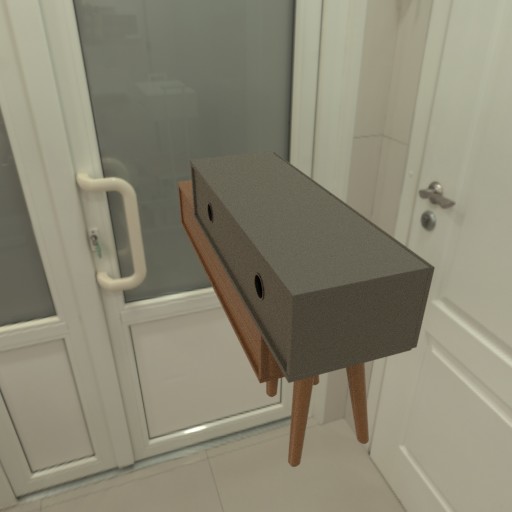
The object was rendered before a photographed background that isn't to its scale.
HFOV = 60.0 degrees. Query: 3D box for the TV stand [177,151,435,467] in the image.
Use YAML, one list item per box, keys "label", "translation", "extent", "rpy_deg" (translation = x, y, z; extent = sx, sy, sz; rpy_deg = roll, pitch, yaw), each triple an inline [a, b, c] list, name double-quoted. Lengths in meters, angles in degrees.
- label: "TV stand"
  translation: [0.000, 0.000, 1.576]
  extent: [0.329, 0.591, 1.336]
  rpy_deg: [-10, 31, -17]
